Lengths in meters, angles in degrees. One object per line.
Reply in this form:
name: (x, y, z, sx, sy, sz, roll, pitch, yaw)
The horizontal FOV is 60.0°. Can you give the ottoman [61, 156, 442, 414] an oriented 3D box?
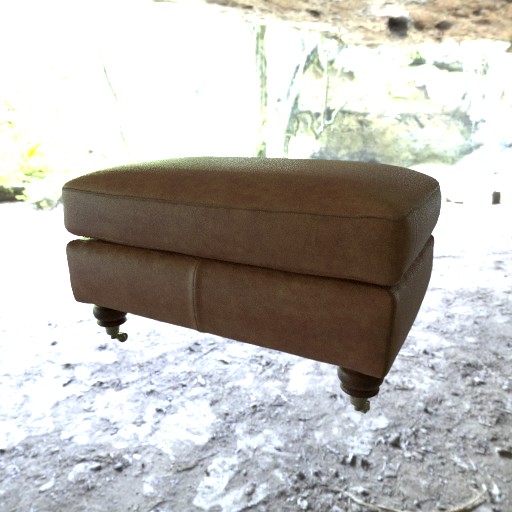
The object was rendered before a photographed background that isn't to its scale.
ottoman: (0.000, 0.000, 1.173, 0.852, 0.507, 0.565, 8, 18, 27)
